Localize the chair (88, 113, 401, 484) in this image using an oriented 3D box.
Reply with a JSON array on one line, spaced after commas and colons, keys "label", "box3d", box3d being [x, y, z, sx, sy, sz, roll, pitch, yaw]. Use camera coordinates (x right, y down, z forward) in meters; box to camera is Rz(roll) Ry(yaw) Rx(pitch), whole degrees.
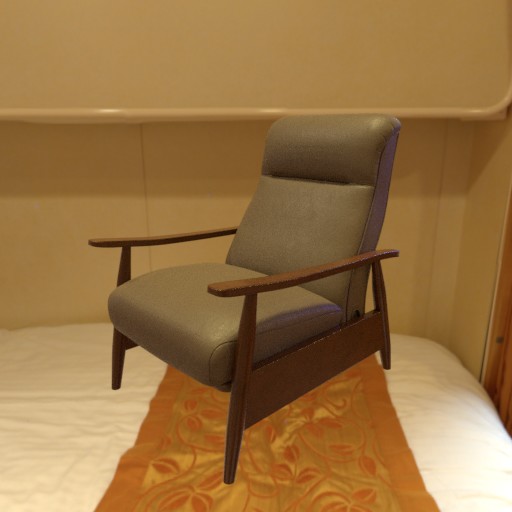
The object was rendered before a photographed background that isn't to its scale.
[{"label": "chair", "box3d": [0.000, 0.000, 1.745, 1.014, 1.082, 0.762, -15, 22, -43]}]
